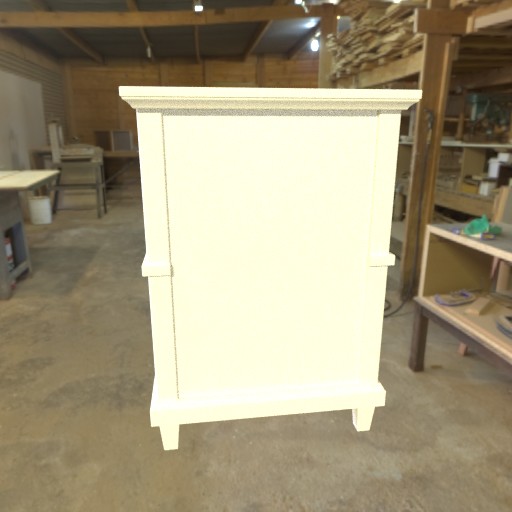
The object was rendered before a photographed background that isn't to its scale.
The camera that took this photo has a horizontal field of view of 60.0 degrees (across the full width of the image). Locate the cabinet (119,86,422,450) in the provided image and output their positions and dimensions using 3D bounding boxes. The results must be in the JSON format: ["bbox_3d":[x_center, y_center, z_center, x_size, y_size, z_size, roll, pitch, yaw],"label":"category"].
[{"bbox_3d":[0.000,0.000,1.150,0.544,0.775,0.547,-2,16,-8],"label":"cabinet"}]
